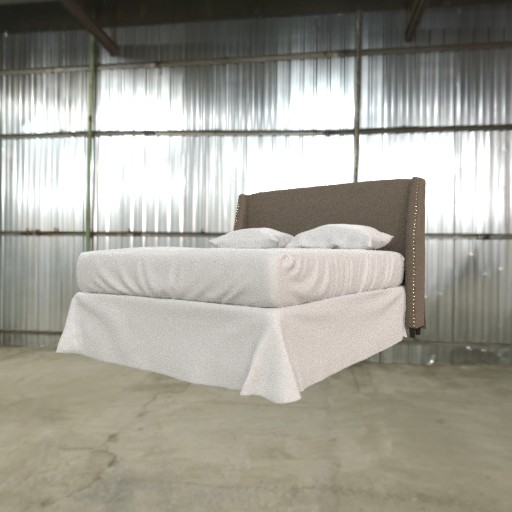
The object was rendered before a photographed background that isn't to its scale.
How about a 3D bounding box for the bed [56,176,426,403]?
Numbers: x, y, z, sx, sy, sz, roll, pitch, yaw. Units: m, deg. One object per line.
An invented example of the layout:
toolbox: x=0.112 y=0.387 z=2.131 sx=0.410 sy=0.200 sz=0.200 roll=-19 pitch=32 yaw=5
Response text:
bed: x=0.000 y=0.000 z=3.374 sx=1.925 sy=1.332 sz=2.276 roll=0 pitch=0 yaw=36
